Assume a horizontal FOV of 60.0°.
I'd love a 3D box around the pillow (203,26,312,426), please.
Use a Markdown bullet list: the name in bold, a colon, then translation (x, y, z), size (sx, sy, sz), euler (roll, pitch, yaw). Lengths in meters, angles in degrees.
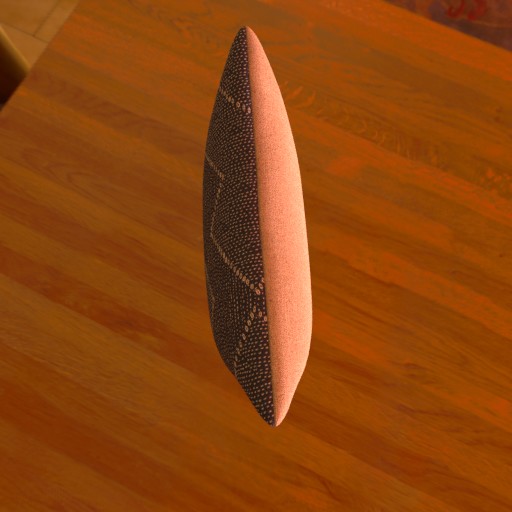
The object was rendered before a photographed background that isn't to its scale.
- **pillow**: translation (0.000, 0.000, 0.654), size (0.148, 0.428, 0.435), euler (-4, 75, -1)
